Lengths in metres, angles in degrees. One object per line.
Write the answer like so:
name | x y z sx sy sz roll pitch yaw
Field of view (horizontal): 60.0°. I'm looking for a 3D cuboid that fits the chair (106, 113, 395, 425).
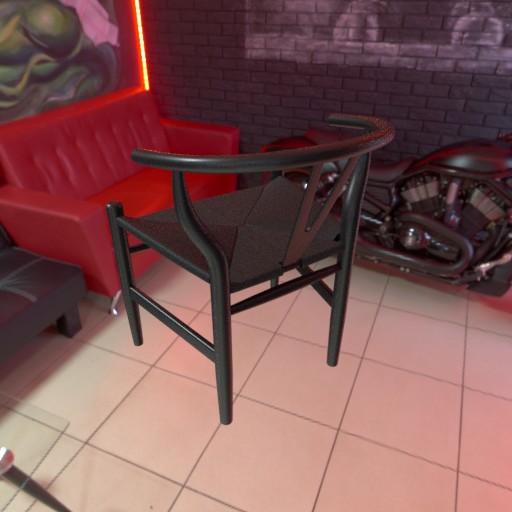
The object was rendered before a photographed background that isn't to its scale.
chair | 0.000 0.000 1.138 0.569 0.730 0.579 -19 36 -29
